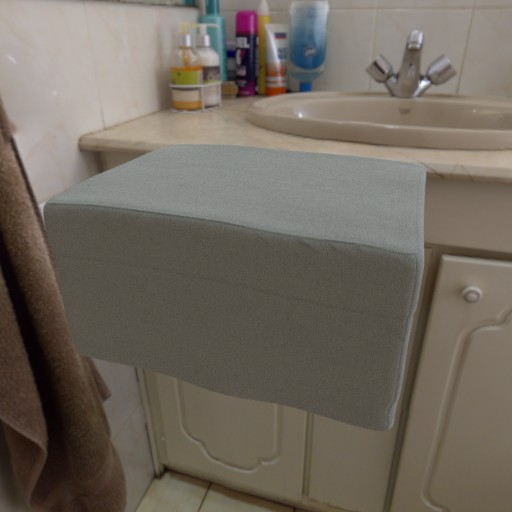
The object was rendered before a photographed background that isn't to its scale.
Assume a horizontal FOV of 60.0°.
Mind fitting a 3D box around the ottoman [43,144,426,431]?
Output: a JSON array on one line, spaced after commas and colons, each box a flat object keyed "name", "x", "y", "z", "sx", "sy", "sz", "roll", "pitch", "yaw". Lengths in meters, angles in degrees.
[{"name": "ottoman", "x": 0.000, "y": 0.000, "z": 1.231, "sx": 0.833, "sy": 0.461, "sz": 0.648, "roll": 9, "pitch": 28, "yaw": 17}]
